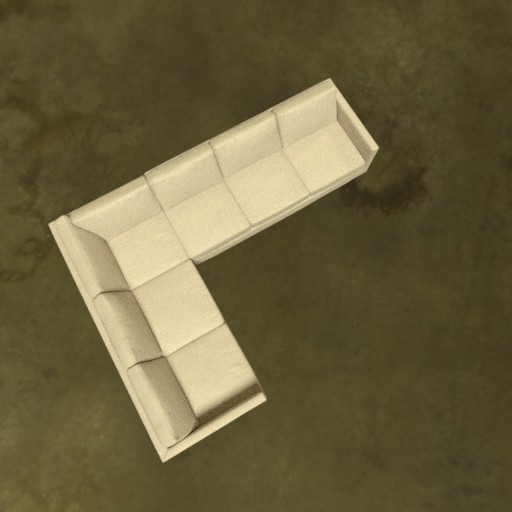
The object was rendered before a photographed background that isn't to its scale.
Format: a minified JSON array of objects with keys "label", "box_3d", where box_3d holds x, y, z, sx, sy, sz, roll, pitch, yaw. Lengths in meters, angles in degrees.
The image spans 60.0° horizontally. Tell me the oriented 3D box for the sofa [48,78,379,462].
[{"label":"sofa","box_3d":[0.000,0.000,4.363,3.182,0.863,2.432,-29,78,-7]}]
